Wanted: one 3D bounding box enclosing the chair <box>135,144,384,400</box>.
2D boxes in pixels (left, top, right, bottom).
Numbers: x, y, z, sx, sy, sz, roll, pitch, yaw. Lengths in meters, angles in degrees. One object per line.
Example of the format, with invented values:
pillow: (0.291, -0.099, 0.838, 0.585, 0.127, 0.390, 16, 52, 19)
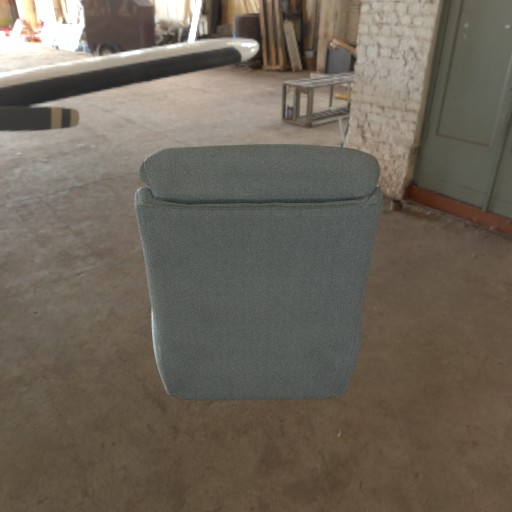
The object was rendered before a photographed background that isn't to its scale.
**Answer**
chair: (0.000, 0.000, 1.675, 0.794, 1.016, 0.940, -1, 29, -1)
